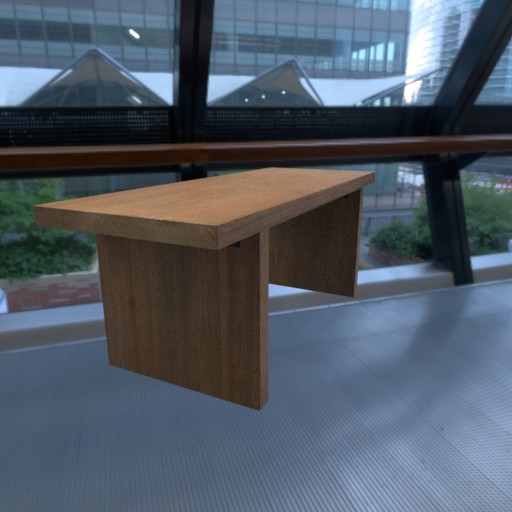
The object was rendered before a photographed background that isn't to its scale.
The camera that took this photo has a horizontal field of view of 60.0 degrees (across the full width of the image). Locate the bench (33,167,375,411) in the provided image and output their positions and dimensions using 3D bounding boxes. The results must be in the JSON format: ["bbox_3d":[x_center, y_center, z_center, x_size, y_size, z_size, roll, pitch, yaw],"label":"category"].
[{"bbox_3d":[0.000,0.000,1.409,0.458,0.458,1.183,8,17,26],"label":"bench"}]
